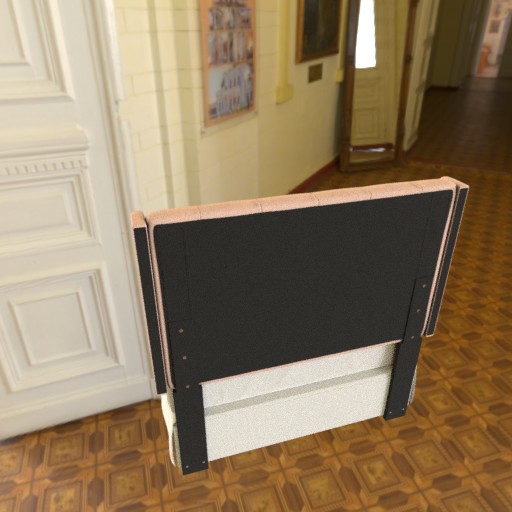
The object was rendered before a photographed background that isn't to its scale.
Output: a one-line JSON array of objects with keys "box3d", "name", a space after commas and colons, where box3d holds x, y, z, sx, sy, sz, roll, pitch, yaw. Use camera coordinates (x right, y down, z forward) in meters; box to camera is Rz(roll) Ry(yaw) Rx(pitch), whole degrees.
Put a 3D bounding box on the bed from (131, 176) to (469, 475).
[{"box3d": [0.000, 0.000, 3.317, 1.719, 1.665, 2.066, -8, 30, -15], "name": "bed"}]
